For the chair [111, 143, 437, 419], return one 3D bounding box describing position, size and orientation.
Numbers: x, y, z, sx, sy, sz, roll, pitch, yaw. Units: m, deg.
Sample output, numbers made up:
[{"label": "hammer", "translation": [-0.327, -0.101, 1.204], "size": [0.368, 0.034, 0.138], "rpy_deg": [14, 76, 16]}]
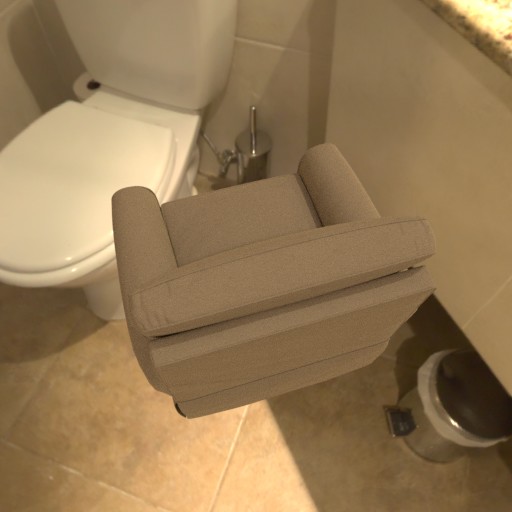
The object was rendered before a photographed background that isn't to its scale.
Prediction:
[{"label": "chair", "translation": [0.000, 0.000, 1.892], "size": [1.135, 1.017, 0.988], "rpy_deg": [-14, 59, -9]}]
